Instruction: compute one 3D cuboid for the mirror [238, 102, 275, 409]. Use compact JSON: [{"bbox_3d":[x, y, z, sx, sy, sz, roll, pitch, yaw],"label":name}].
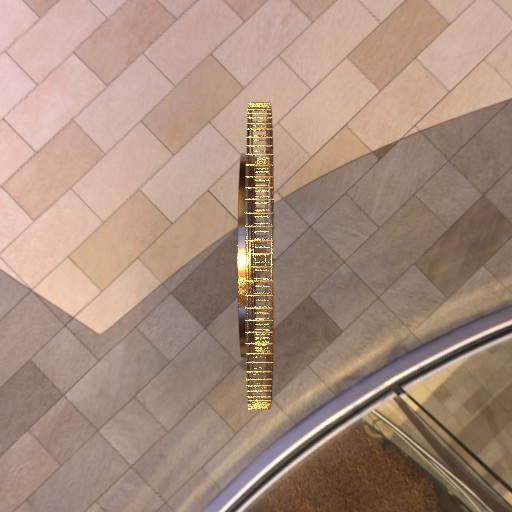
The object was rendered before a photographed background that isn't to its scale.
[{"bbox_3d":[0.000,0.000,1.074,0.067,0.703,0.703,0,89,0],"label":"mirror"}]
